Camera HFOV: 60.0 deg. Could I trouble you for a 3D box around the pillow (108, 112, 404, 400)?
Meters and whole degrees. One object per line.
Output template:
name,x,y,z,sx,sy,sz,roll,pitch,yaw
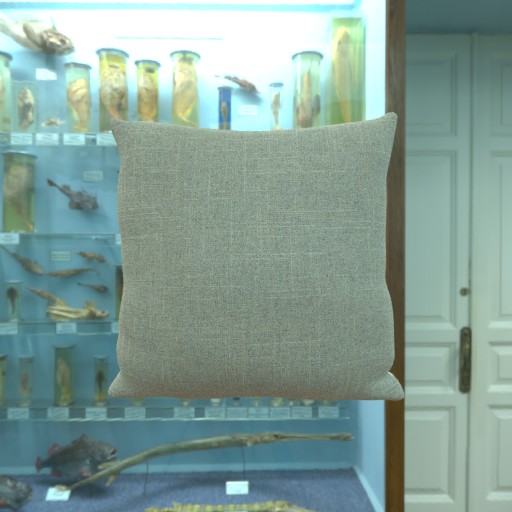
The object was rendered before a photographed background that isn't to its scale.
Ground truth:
pillow,0.000,0.000,0.664,0.439,0.427,0.182,0,1,0
